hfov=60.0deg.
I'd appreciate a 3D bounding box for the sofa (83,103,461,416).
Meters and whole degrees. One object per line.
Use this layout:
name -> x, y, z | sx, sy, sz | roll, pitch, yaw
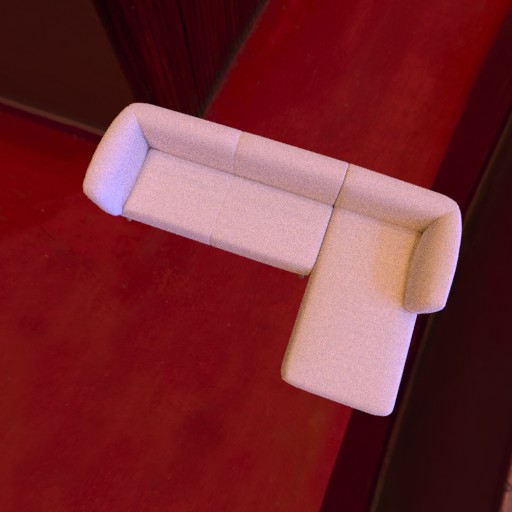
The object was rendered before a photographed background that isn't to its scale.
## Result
sofa -> 0.000, 0.000, 3.337 | 2.660, 0.730, 1.610 | 18, 76, 5
